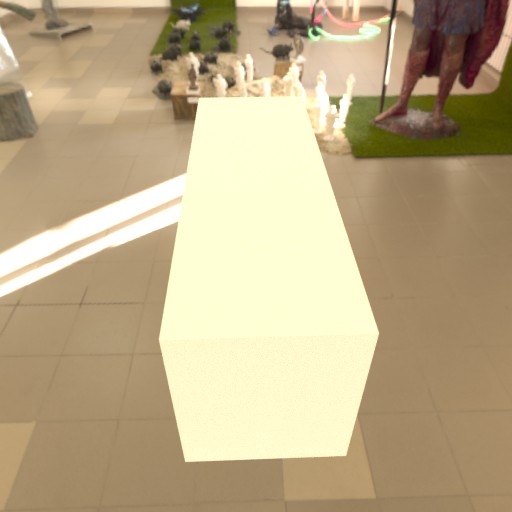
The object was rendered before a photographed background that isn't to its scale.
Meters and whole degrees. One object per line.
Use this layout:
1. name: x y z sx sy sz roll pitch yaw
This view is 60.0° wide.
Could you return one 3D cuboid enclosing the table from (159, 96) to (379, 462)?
1. table: 0.000 0.000 1.832 0.508 0.769 1.500 -1 40 -2
